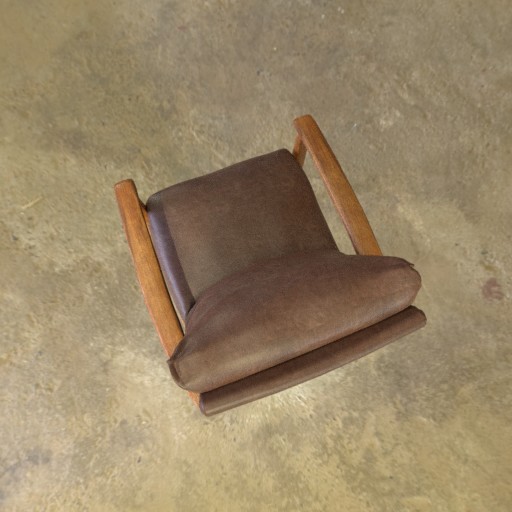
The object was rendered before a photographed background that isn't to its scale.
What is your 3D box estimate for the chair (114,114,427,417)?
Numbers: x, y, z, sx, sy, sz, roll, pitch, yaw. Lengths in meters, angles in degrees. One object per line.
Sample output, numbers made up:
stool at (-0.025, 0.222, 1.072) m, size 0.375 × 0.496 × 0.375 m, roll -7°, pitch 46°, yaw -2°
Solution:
chair at (0.000, 0.000, 1.507) m, size 0.782 × 0.897 × 0.830 m, roll -21°, pitch 77°, yaw -5°
